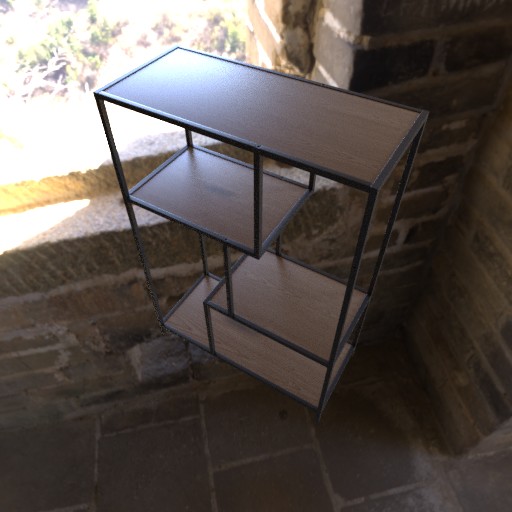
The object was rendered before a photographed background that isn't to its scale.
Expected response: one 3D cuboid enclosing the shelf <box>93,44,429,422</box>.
[{"bbox_3d":[0.000,0.000,1.525,0.770,1.138,0.350,24,52,20],"label":"shelf"}]
